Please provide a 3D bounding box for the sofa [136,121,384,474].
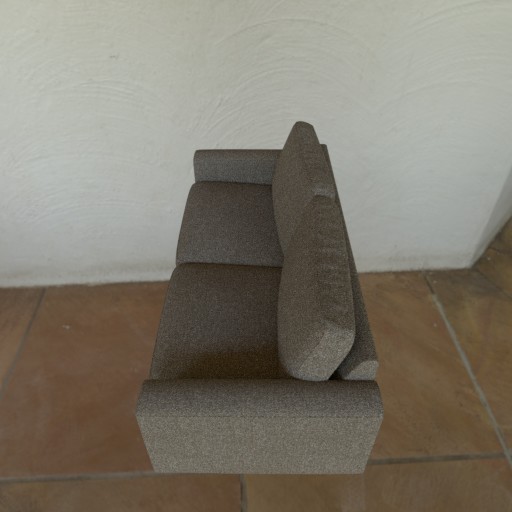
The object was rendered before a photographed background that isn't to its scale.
[{"bbox_3d":[0.000,0.000,2.617,1.016,0.873,2.179,0,41,0],"label":"sofa"}]
